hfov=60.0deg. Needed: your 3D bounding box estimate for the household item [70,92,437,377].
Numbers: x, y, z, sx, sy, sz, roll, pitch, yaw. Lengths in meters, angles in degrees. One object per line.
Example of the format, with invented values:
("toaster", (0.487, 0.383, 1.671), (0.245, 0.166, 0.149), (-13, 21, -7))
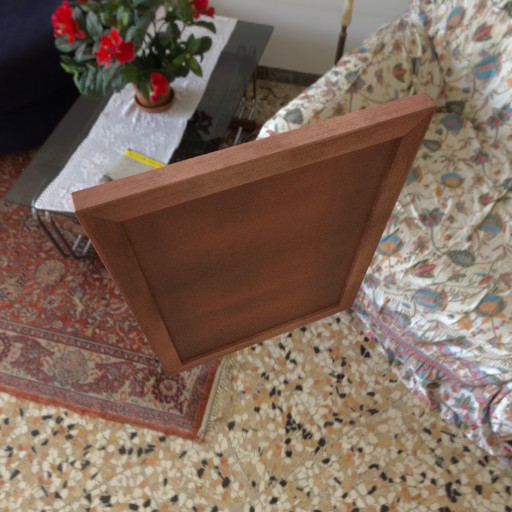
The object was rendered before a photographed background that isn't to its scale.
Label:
("household item", (0.000, 0.000, 0.539), (0.310, 0.407, 0.067), (-19, 60, -11))
